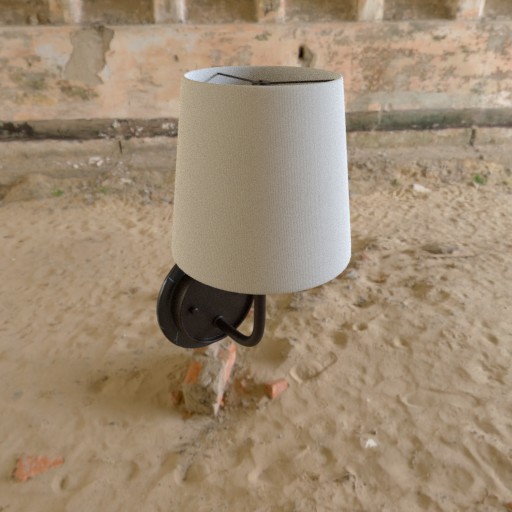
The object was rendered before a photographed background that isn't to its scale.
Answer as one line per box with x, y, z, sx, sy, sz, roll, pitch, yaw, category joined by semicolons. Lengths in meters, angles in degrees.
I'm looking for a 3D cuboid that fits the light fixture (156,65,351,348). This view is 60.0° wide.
0.000;0.000;0.439;0.168;0.337;0.188;-21;35;-33;light fixture
